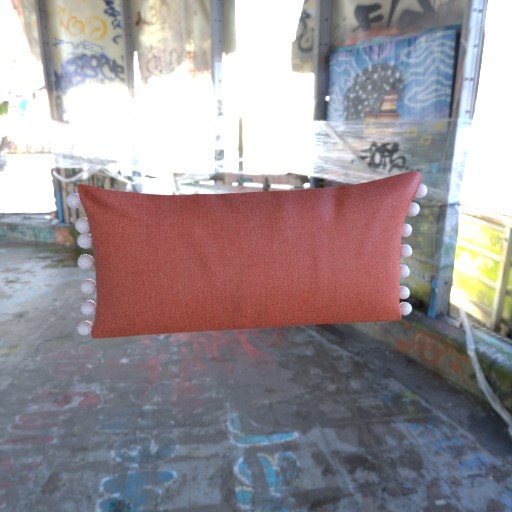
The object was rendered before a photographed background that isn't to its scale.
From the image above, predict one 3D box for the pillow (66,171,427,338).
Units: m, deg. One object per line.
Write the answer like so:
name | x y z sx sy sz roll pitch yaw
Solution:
pillow | 0.000 0.000 0.876 0.709 0.322 0.201 -2 16 -8
